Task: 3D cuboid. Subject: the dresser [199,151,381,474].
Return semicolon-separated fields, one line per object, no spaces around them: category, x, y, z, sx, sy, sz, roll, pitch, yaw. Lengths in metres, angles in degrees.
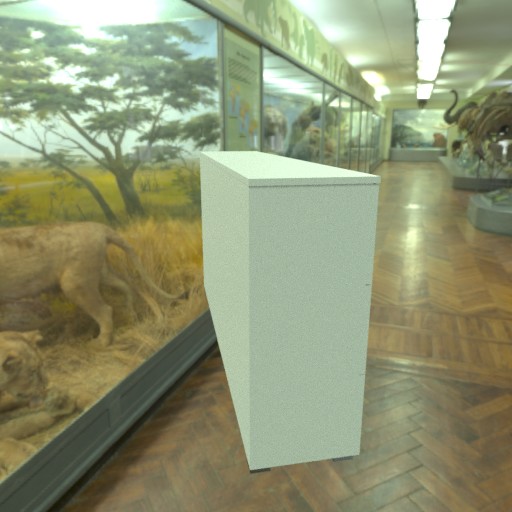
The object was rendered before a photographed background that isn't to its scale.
dresser;0.000;0.000;1.846;0.333;0.790;1.535;-3;16;-11
